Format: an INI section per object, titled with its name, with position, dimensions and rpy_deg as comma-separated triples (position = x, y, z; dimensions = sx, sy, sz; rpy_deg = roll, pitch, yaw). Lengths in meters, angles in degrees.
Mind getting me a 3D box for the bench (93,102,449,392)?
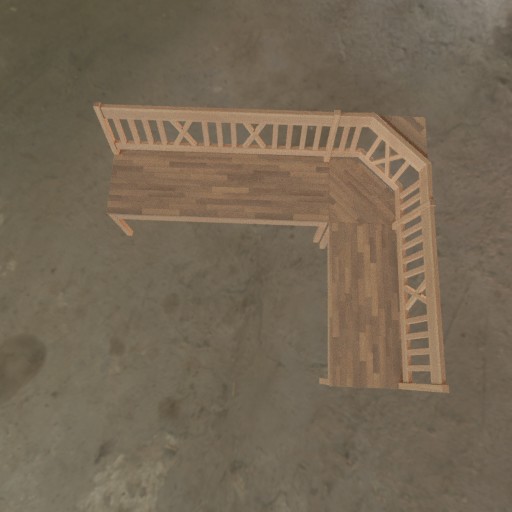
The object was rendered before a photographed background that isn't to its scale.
[bench]
position = 0.000, 0.000, 2.790
dimensions = 1.937, 0.902, 1.537
rpy_deg = 2, 75, 1
